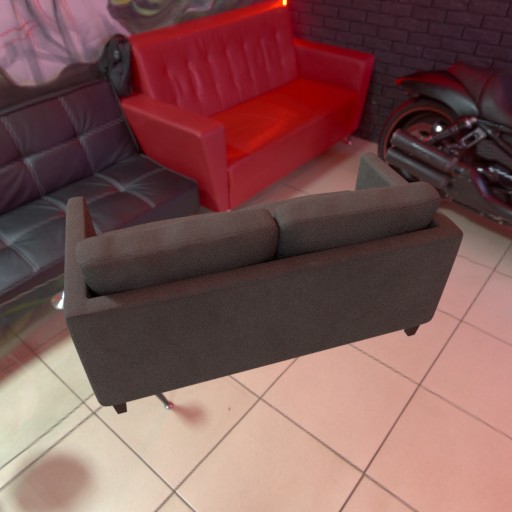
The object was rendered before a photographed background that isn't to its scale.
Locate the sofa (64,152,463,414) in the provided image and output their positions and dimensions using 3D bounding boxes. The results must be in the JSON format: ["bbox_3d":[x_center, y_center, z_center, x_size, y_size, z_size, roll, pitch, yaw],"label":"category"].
[{"bbox_3d":[0.000,0.000,2.452,1.884,0.963,0.950,-11,41,-13],"label":"sofa"}]
